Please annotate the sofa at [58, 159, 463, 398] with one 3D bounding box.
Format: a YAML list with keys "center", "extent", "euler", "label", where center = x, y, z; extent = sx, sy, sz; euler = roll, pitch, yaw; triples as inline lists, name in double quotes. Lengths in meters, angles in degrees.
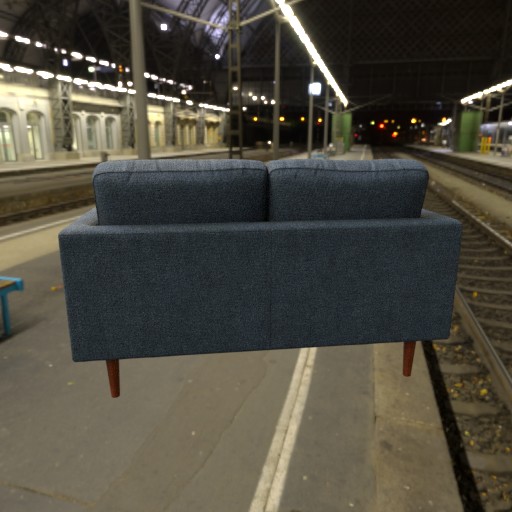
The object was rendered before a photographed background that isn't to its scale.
- center: [0.000, 0.000, 2.140]
  extent: [1.582, 0.944, 0.903]
  euler: [-2, 15, -7]
  label: "sofa"
